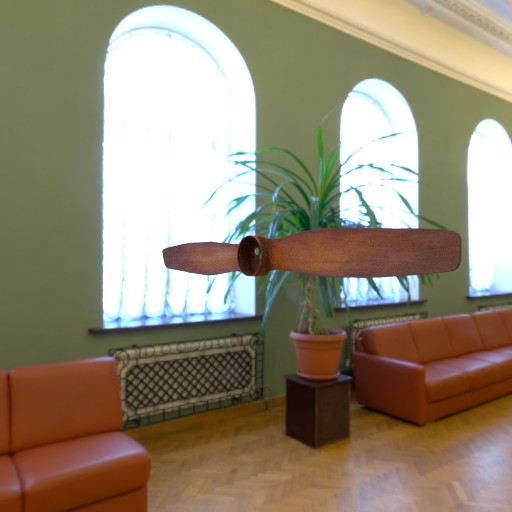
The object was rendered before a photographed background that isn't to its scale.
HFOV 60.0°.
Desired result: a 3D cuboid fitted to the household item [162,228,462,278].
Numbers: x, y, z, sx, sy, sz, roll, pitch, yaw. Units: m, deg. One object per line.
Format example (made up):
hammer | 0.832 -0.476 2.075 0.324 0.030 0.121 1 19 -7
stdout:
household item | 0.000 0.000 1.240 0.051 0.121 1.181 1 -1 -37
